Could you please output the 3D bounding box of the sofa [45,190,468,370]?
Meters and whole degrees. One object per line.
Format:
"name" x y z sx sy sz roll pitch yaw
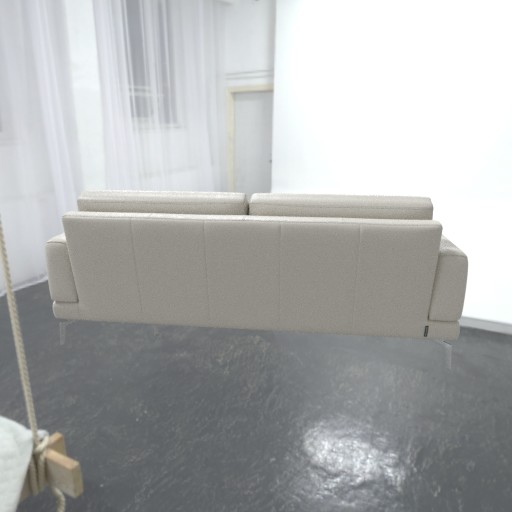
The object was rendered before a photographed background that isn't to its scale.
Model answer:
"sofa" 0.000 0.000 2.404 1.940 0.765 0.974 2 17 7
